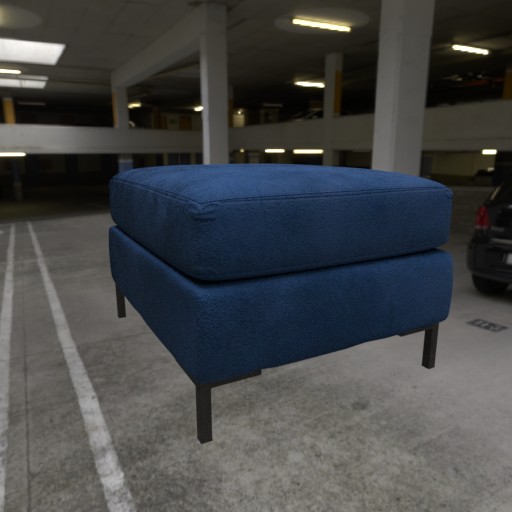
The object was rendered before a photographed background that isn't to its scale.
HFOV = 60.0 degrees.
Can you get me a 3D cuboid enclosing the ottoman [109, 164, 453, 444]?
[{"bbox_3d":[0.000,0.000,1.206,0.655,0.485,0.794,-7,15,-28],"label":"ottoman"}]
